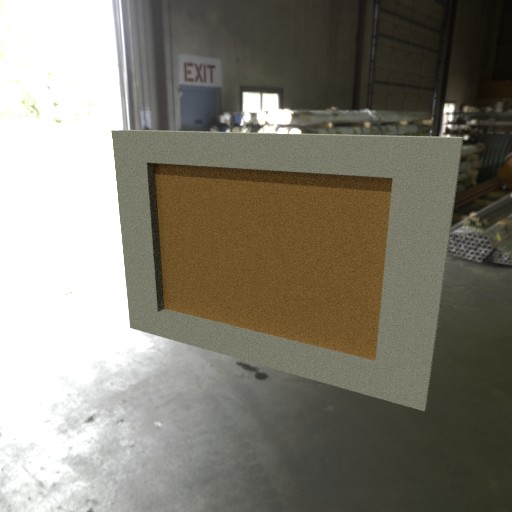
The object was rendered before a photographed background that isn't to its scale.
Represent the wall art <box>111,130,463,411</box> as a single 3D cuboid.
[{"bbox_3d":[0.000,0.000,1.153,0.906,0.617,0.033,9,20,26],"label":"wall art"}]
